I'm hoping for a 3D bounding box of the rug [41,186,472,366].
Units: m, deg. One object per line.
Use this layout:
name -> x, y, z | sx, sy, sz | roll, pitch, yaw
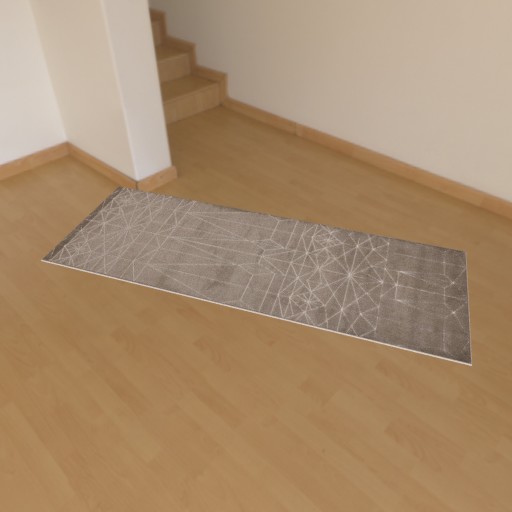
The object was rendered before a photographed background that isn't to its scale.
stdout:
rug -> 0.000, 0.000, 2.648 | 2.388, 0.012, 0.864 | 12, 42, 14
